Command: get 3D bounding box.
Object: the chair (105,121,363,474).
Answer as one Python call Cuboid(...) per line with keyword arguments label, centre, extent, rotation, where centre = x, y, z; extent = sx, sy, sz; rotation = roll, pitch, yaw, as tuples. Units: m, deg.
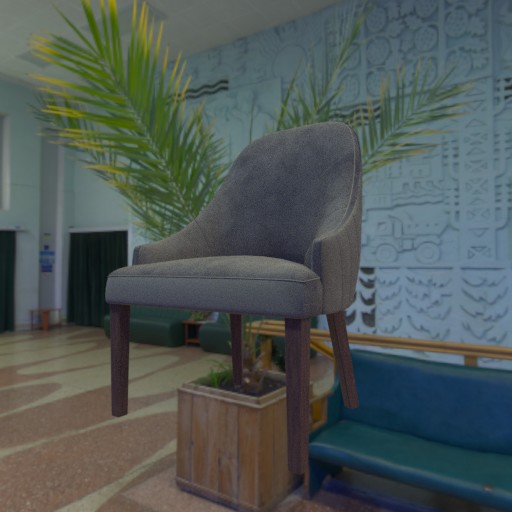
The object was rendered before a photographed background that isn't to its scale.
Cuboid(label="chair", centre=(0.000, 0.000, 1.285), extent=(0.643, 0.889, 0.575), rotation=(-1, -1, 35))
